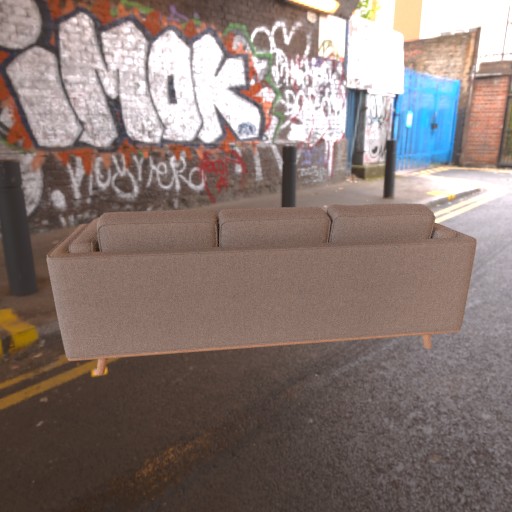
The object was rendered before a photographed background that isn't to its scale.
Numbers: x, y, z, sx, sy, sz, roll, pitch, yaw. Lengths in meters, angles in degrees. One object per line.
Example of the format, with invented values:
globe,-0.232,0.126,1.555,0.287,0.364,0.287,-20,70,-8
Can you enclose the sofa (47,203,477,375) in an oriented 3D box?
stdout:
sofa,0.000,0.000,3.208,2.411,0.929,1.604,-2,16,-9
